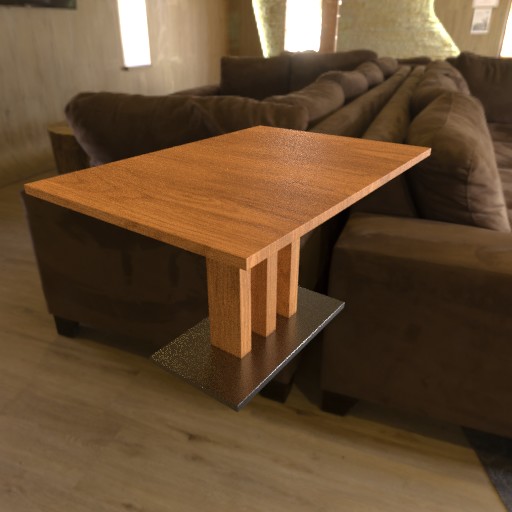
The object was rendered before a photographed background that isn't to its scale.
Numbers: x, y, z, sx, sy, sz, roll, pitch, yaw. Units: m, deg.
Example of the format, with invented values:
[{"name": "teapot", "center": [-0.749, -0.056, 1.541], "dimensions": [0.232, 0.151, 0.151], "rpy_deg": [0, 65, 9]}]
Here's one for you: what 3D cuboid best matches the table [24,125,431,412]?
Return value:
[{"name": "table", "center": [0.000, 0.000, 1.827], "dimensions": [0.900, 0.770, 1.300], "rpy_deg": [18, 32, 32]}]
